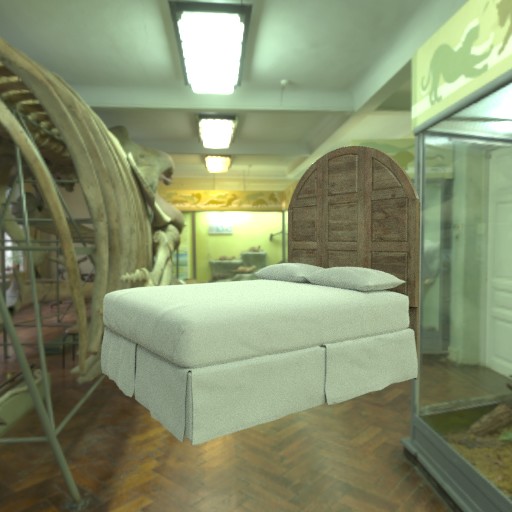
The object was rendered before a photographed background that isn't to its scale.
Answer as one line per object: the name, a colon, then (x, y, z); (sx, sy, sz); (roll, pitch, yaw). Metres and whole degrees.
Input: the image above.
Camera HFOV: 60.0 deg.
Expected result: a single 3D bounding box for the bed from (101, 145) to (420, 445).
bed: (0.000, 0.000, 3.616); (2.112, 2.002, 1.713); (-1, 3, -35)
